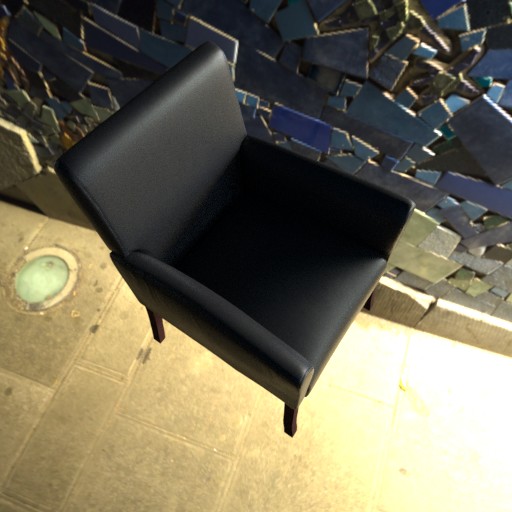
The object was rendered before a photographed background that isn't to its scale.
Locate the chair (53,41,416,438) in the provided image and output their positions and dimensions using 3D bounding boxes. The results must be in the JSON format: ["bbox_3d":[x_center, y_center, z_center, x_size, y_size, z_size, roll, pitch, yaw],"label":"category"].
[{"bbox_3d":[0.000,0.000,1.472,0.772,0.951,0.683,30,63,17],"label":"chair"}]
